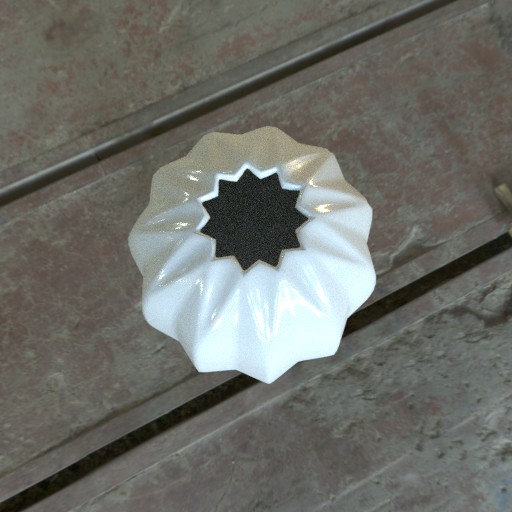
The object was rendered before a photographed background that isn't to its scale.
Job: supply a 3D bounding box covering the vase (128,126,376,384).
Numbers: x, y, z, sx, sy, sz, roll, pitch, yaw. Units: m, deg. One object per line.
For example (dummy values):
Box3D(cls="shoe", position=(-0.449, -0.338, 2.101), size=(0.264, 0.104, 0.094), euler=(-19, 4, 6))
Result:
Box3D(cls="vase", position=(0.000, 0.000, 0.249), size=(0.139, 0.134, 0.139), euler=(0, 75, 0))
